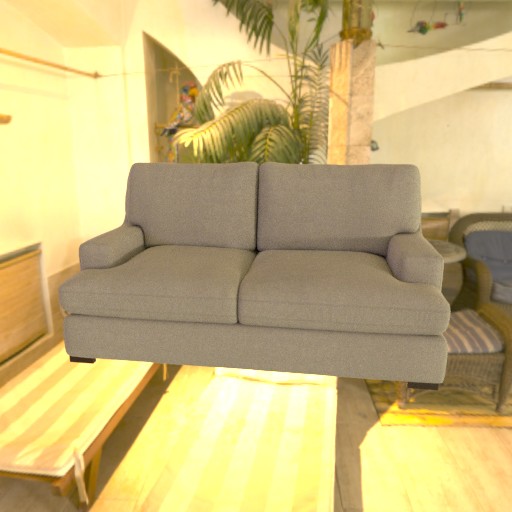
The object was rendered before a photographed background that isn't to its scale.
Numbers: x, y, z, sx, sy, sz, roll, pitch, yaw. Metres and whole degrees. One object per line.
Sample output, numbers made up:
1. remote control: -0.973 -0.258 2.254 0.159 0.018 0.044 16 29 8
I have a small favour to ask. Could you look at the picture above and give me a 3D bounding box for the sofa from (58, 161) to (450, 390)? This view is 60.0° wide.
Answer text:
1. sofa: 0.000 0.000 2.413 1.855 0.980 0.962 2 14 8
